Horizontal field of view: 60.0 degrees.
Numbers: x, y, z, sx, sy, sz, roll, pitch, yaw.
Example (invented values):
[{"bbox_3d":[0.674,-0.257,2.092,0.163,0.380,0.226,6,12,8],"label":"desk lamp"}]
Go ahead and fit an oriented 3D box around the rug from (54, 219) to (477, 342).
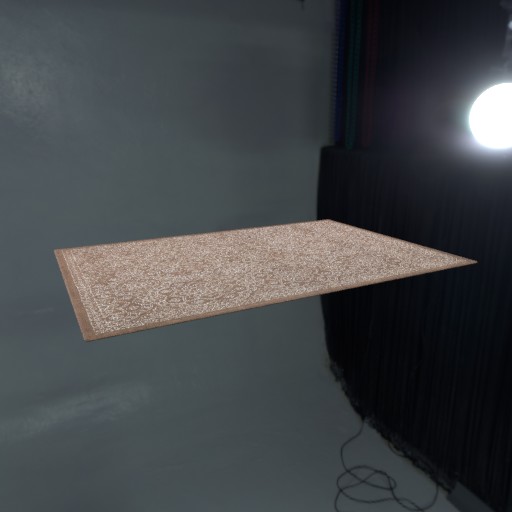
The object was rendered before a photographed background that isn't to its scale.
[{"bbox_3d":[0.000,0.000,2.860,2.286,0.011,1.524,-8,18,-27],"label":"rug"}]
